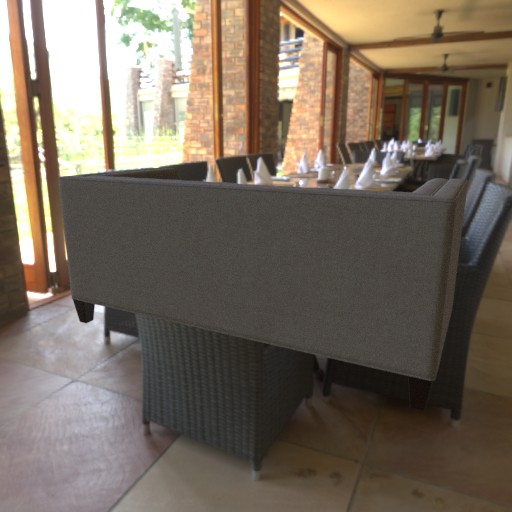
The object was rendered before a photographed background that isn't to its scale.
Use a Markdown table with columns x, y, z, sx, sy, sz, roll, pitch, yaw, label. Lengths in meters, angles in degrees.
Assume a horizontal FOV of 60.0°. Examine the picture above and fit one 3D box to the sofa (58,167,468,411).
| x | y | z | sx | sy | sz | roll | pitch | yaw | label |
| --- | --- | --- | --- | --- | --- | --- | --- | --- | --- |
| 0.000 | 0.000 | 2.175 | 1.778 | 0.762 | 0.775 | 8 | 17 | 26 | sofa |
